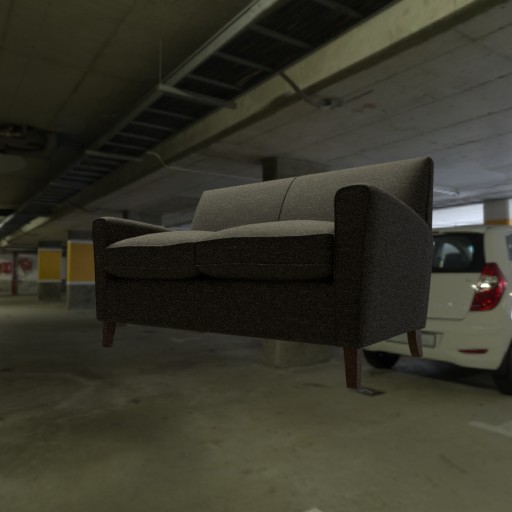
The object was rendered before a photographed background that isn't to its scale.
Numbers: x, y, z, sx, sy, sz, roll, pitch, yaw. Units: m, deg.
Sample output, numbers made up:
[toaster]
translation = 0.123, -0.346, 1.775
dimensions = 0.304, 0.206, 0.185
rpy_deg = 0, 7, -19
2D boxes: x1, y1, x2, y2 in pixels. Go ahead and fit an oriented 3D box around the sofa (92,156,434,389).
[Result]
[sofa]
translation = 0.000, 0.000, 2.132
dimensions = 1.509, 0.905, 0.867
rpy_deg = -2, -3, 37
